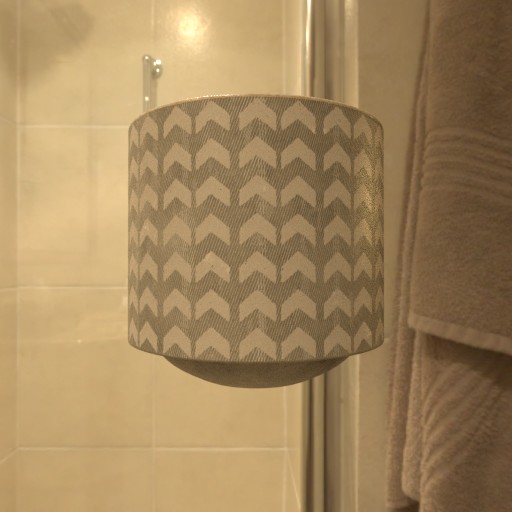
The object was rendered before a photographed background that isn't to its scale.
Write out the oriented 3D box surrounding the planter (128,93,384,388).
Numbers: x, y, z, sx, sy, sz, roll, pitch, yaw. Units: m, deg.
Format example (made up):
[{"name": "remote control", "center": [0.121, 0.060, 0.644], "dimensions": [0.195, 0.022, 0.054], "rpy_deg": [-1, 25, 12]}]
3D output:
[{"name": "planter", "center": [0.000, 0.000, 0.451], "dimensions": [0.250, 0.239, 0.250], "rpy_deg": [0, -1, 0]}]
